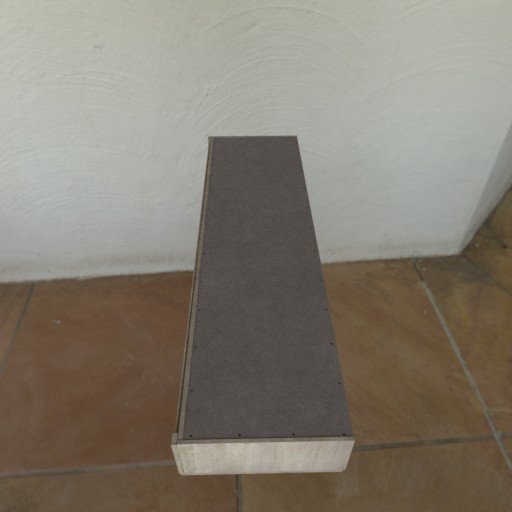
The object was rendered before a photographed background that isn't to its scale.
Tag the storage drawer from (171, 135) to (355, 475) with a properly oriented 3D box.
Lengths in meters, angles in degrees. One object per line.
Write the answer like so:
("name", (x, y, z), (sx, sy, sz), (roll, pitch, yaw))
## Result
("storage drawer", (0.000, 0.000, 2.275), (0.591, 0.274, 2.072), (-1, 42, -1))
